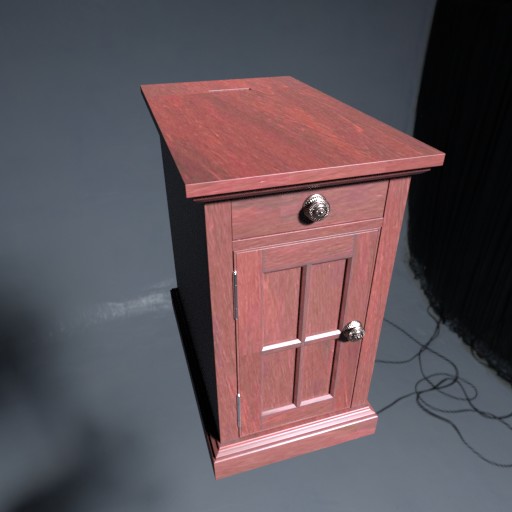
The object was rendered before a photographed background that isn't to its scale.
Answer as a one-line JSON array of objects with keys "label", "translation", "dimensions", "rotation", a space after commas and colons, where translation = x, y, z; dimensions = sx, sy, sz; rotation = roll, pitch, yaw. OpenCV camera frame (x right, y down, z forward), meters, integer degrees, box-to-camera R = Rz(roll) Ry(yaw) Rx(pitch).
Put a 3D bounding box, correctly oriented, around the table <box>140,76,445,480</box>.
[{"label": "table", "translation": [0.000, 0.000, 0.955], "dimensions": [0.356, 0.612, 0.584], "rotation": [-10, 33, -15]}]
